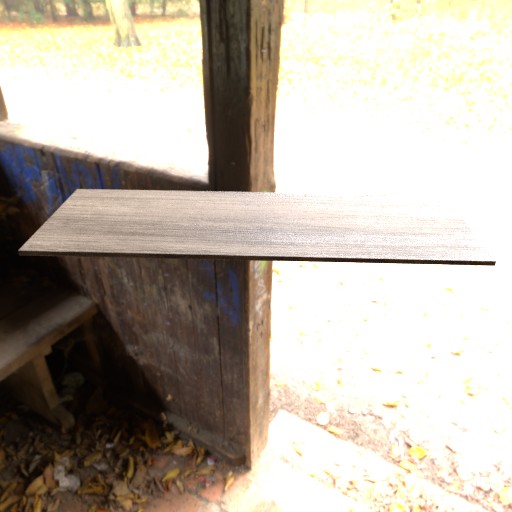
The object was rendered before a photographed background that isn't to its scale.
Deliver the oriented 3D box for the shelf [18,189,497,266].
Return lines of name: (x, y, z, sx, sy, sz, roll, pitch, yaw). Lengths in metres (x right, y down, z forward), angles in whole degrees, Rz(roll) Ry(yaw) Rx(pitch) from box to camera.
shelf: (0.000, 0.000, 0.681, 0.610, 0.125, 0.200, 1, 32, 2)
